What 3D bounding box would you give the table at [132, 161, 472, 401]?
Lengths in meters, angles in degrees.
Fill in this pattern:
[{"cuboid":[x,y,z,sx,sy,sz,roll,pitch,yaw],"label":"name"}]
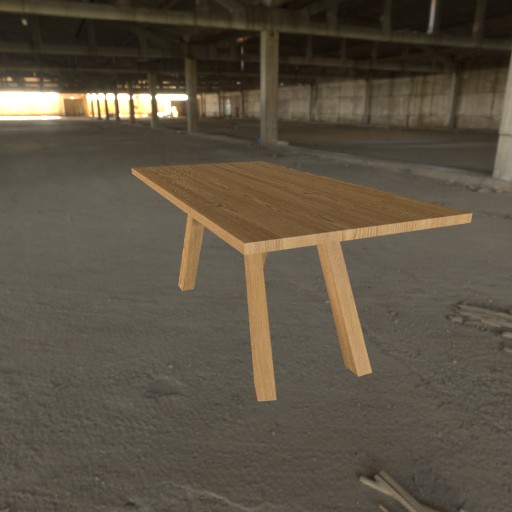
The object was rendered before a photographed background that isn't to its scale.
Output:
[{"cuboid":[0.000,0.000,2.320,0.901,0.750,1.797,-8,20,-23],"label":"table"}]
